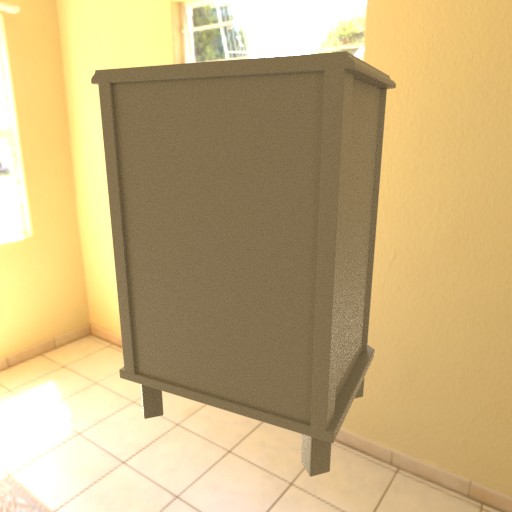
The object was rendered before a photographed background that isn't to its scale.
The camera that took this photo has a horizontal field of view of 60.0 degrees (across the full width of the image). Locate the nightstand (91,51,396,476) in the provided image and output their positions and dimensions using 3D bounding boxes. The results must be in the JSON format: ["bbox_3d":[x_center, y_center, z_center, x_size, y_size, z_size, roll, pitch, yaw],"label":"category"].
[{"bbox_3d":[0.000,0.000,0.893,0.450,0.680,0.350,8,18,25],"label":"nightstand"}]
